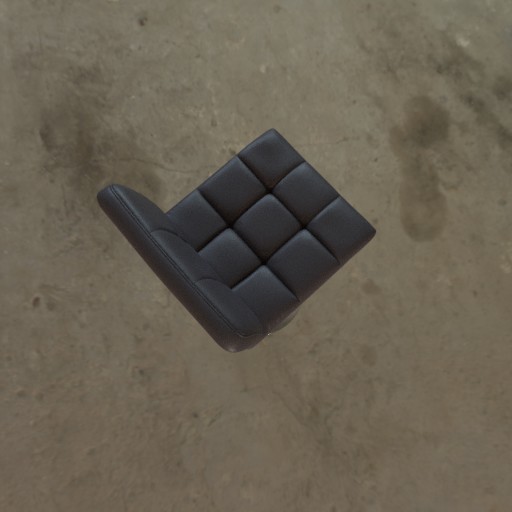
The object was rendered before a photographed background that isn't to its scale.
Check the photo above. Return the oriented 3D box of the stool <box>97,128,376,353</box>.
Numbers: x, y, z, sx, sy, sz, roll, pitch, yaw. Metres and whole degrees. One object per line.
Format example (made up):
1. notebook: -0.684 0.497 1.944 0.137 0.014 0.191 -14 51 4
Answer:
1. stool: 0.000 0.000 1.390 0.505 1.115 0.430 -41 80 -9
